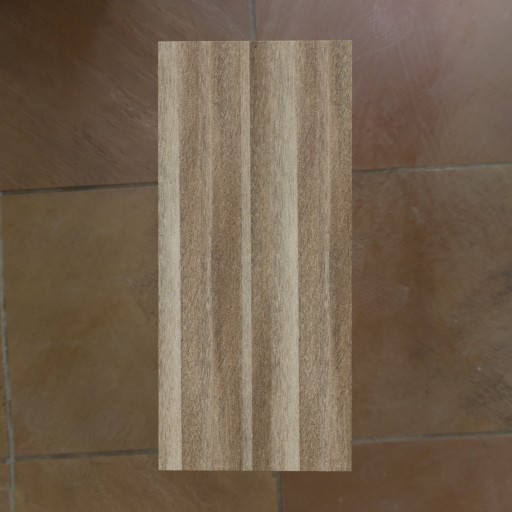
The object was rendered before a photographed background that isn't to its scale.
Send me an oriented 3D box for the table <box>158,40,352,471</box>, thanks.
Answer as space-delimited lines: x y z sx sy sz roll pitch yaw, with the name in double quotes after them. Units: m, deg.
0.000 0.000 1.368 0.493 0.480 1.095 0 90 1 "table"
